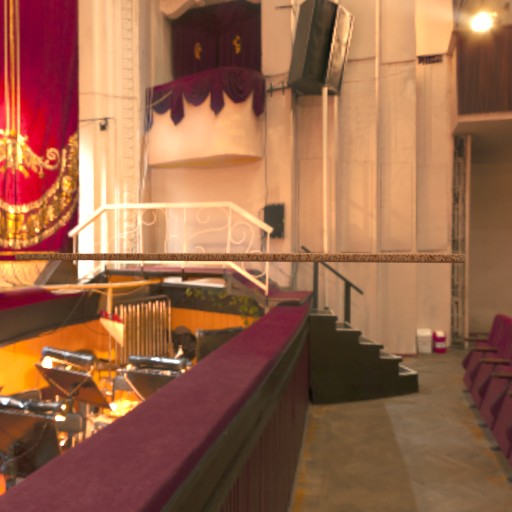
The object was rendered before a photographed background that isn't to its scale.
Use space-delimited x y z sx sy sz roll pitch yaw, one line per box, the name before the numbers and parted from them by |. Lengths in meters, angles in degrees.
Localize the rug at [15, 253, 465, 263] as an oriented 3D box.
rug | 0.000 0.000 2.040 1.600 0.025 1.199 0 1 17
